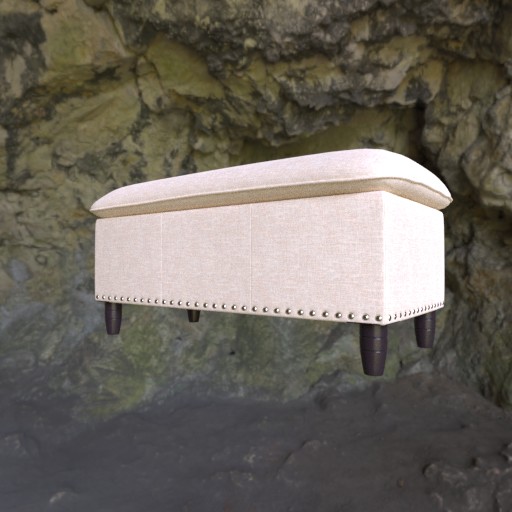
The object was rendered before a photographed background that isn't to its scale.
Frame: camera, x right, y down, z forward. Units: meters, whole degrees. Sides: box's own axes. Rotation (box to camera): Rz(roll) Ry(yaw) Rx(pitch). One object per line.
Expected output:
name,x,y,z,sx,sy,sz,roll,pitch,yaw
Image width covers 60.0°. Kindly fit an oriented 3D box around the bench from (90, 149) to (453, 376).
bench,0.000,0.000,1.278,0.991,0.483,0.483,-1,-1,36
